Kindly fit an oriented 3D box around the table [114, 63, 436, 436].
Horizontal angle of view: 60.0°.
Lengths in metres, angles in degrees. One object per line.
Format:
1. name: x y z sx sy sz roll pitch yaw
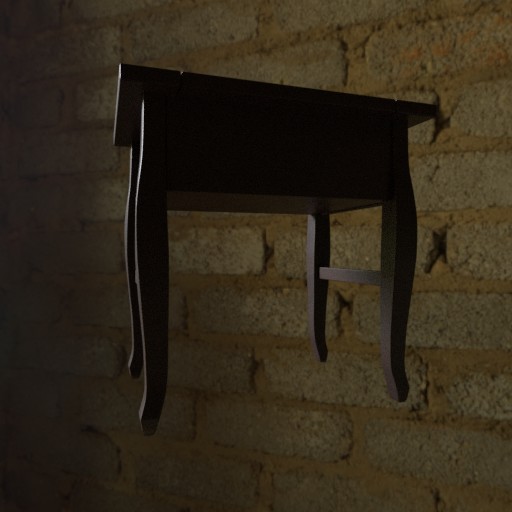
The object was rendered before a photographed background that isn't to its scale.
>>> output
1. table: 0.000 0.000 1.002 0.602 0.605 0.460 0 1 -19
